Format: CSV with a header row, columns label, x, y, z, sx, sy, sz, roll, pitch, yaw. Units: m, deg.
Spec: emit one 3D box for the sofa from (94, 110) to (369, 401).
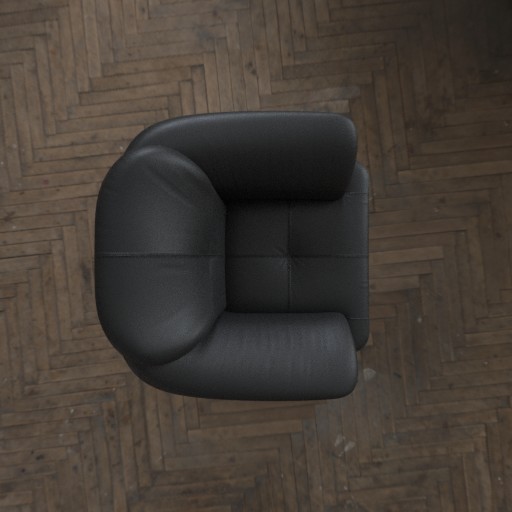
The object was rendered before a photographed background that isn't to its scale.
label,x,y,z,sx,sy,sz,roll,pitch,yaw
sofa,0.000,0.000,1.476,0.794,0.811,0.870,0,90,0
